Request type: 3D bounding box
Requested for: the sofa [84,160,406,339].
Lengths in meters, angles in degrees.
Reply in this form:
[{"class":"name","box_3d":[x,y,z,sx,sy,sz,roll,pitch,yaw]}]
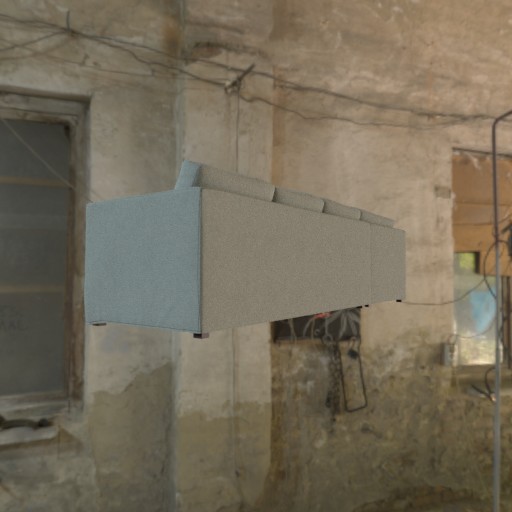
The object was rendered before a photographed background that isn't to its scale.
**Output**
[{"class":"sofa","box_3d":[0.000,0.000,3.848,1.650,0.922,3.205,-1,-2,36]}]
